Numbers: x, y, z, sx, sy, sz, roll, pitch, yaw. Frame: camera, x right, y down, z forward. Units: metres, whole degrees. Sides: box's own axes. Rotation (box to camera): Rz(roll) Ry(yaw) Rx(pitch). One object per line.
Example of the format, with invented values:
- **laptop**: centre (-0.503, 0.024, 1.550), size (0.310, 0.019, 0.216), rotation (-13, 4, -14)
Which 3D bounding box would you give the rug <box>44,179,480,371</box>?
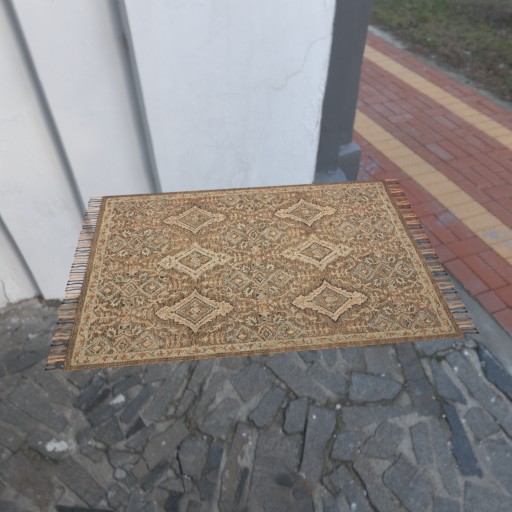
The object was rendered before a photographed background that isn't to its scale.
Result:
- **rug**: centre (0.000, 0.000, 2.984), size (2.434, 0.010, 1.516), rotation (-4, 46, -4)
